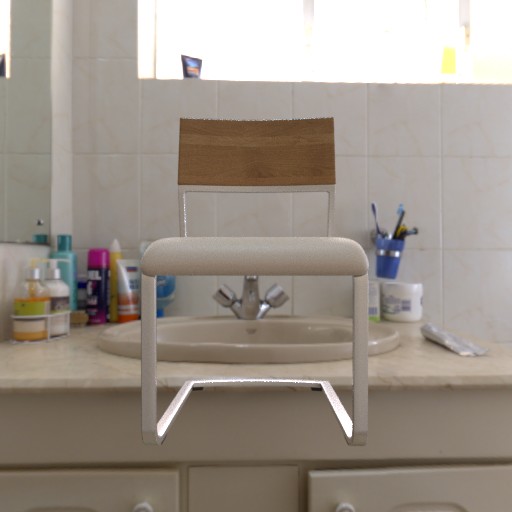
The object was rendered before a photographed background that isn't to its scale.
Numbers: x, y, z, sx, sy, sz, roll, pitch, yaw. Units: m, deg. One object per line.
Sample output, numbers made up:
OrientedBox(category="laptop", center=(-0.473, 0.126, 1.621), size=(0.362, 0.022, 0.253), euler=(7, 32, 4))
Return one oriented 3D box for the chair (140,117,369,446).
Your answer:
OrientedBox(category="chair", center=(0.000, 0.000, 1.172), size=(0.467, 0.844, 0.585), euler=(0, -1, 1))
